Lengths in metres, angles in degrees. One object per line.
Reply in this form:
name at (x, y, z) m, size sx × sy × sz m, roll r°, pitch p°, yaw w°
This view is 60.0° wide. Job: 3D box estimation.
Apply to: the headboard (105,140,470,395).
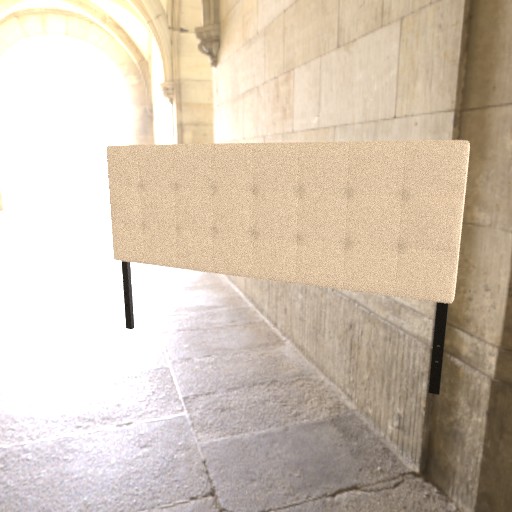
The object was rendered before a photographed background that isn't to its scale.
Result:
headboard at (0.000, 0.000, 2.851) m, size 2.362 × 1.410 × 0.120 m, roll 6°, pitch 14°, yaw 25°
